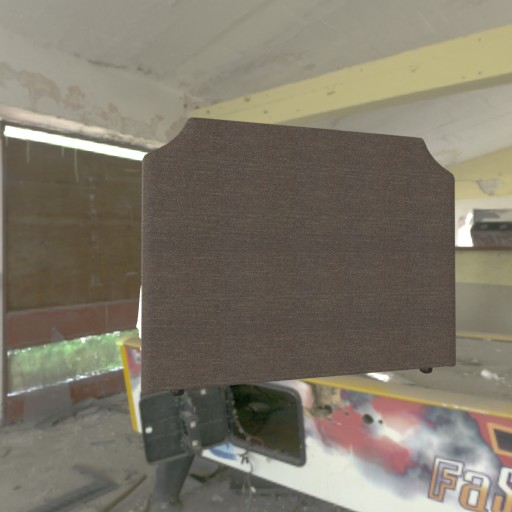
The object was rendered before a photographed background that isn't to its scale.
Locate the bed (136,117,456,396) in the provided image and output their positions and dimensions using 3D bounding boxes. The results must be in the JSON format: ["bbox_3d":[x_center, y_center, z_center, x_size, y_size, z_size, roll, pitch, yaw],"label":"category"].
[{"bbox_3d":[0.000,0.000,3.208,1.693,1.290,2.116,0,0,-17],"label":"bed"}]
